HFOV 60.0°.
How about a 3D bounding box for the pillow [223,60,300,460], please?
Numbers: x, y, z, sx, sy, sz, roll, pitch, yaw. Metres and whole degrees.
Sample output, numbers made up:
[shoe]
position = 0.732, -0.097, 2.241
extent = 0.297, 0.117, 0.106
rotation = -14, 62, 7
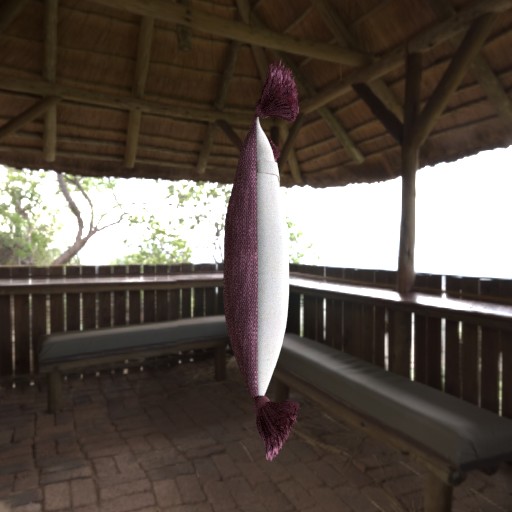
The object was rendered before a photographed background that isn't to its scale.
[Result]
[pillow]
position = 0.000, 0.000, 0.971
extent = 0.138, 0.659, 0.641
rotation = 0, 1, -1
